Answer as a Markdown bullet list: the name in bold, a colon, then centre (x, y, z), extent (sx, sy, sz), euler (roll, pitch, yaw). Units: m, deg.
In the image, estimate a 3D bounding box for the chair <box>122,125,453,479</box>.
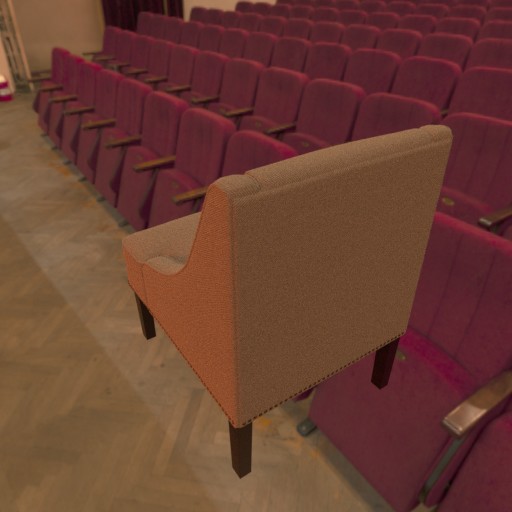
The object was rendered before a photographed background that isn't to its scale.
- **chair**: centre (0.000, 0.000, 1.365), extent (0.628, 0.872, 0.748), euler (-20, 38, -28)
